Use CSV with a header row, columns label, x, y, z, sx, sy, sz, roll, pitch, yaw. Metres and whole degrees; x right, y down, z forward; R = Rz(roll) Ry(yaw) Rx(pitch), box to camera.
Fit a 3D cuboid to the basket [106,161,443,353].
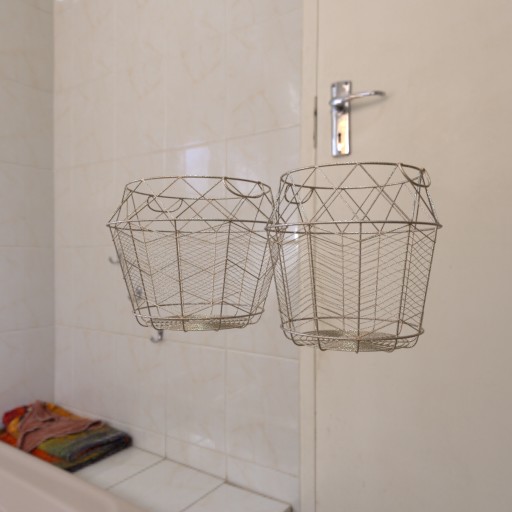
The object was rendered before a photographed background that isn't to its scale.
label,x,y,z,sx,sy,sz,roll,pitch,yaw
basket,0.000,0.000,1.022,0.805,0.343,0.451,0,0,36
